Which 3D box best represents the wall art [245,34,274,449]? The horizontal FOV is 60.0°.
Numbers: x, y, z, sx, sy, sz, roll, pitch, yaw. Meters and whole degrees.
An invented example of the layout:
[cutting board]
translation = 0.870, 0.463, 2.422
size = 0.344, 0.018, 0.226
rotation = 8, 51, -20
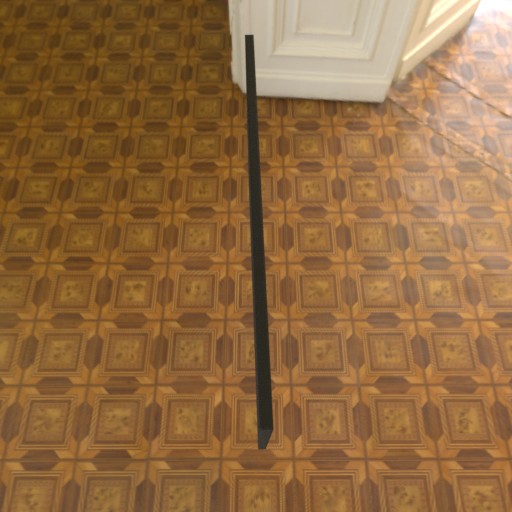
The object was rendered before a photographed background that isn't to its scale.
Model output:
[wall art]
translation = 0.000, 0.000, 1.240
size = 0.049, 0.659, 0.964
rotation = 0, 64, 0
